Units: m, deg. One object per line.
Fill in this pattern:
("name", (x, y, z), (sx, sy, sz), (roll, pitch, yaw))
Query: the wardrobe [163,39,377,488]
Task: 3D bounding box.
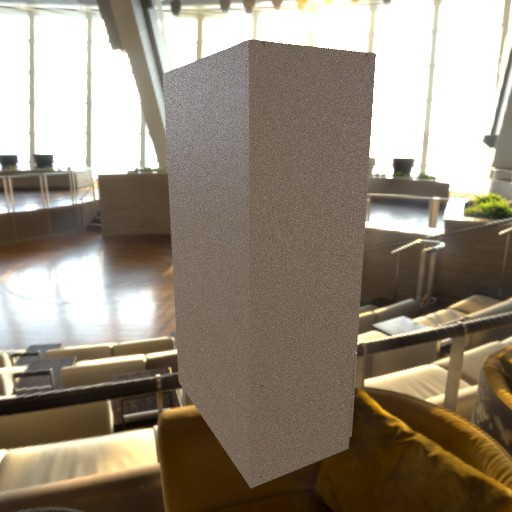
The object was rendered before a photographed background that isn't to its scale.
("wardrobe", (0.000, 0.000, 2.262), (0.577, 1.808, 0.991), (-8, 17, -27))
